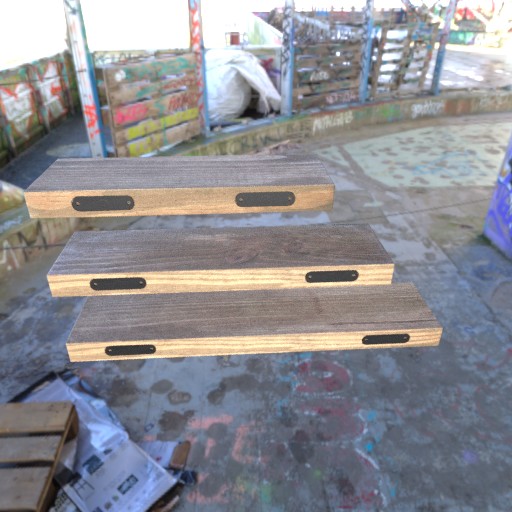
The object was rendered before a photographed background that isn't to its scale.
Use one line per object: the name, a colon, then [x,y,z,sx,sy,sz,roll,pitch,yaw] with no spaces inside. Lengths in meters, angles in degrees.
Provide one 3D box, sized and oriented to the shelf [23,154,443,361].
shelf: [0.000,0.000,0.720,0.610,0.293,0.140,-2,30,-3]
